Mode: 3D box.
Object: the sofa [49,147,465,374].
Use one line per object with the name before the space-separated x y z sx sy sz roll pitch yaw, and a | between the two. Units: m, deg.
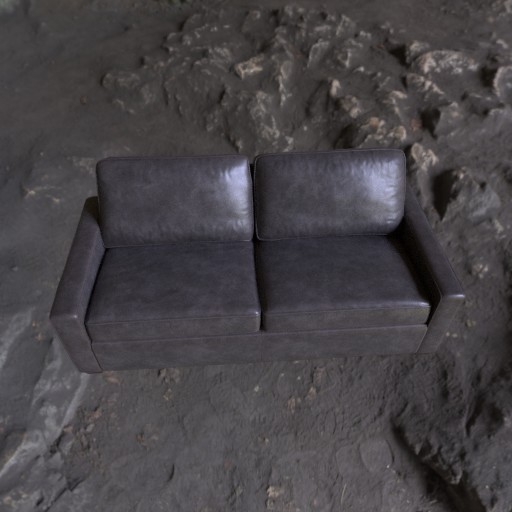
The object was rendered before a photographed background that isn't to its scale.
sofa | 0.000 0.000 2.561 2.081 0.916 0.939 -3 46 -3
